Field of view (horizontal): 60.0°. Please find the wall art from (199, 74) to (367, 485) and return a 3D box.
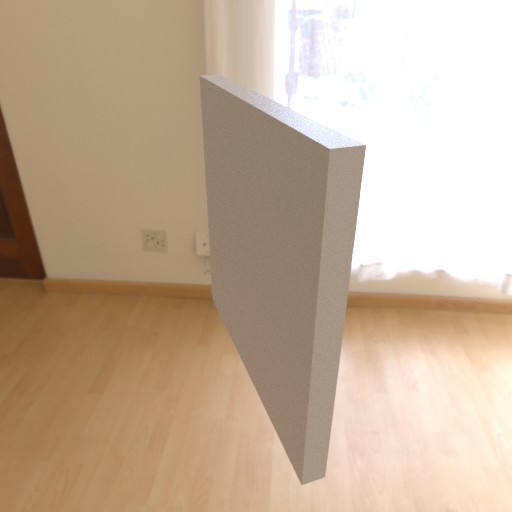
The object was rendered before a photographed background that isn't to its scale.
[{"bbox_3d":[0.000,0.000,0.523,0.027,0.355,0.355,-10,31,-17],"label":"wall art"}]
